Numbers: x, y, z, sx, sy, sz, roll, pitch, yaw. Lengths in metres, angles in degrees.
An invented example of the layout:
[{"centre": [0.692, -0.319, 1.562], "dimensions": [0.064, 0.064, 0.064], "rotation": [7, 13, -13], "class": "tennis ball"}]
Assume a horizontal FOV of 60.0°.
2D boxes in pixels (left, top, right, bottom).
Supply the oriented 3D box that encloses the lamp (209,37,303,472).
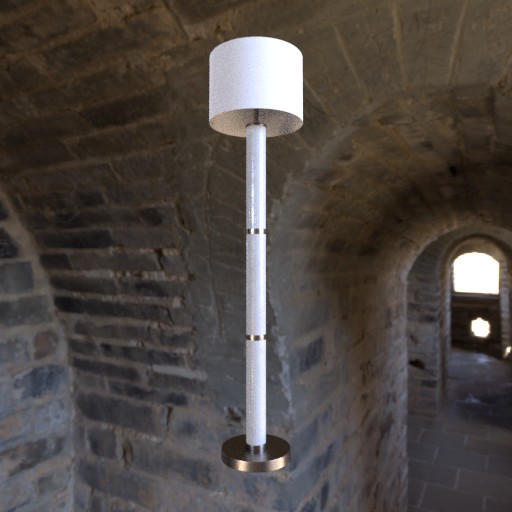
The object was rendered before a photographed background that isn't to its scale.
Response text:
[{"centre": [0.000, 0.000, 1.784], "dimensions": [0.377, 1.599, 0.377], "rotation": [0, -1, -18], "class": "lamp"}]
